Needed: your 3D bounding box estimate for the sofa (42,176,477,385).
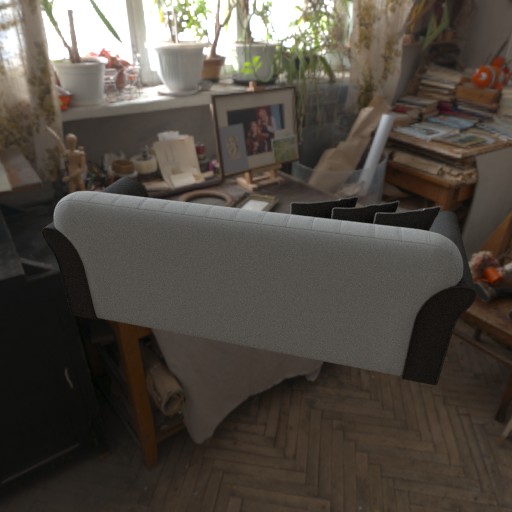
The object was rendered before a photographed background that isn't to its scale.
[{"bbox_3d":[0.000,0.000,2.370,2.001,0.787,0.755,8,31,14],"label":"sofa"}]
